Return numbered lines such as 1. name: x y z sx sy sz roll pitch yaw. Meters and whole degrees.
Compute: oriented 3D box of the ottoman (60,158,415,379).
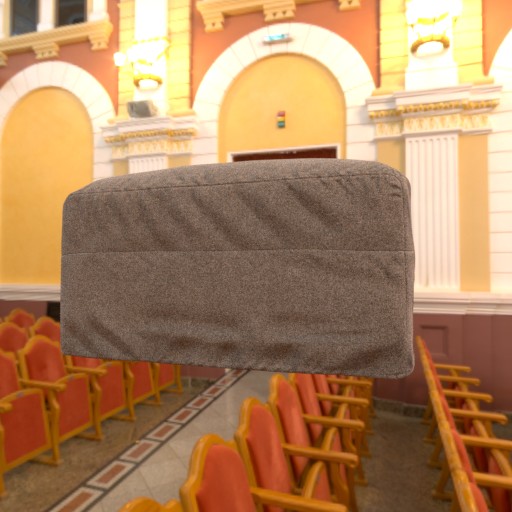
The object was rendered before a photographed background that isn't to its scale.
1. ottoman: 0.000 0.000 1.254 0.837 0.481 0.683 0 -1 18
